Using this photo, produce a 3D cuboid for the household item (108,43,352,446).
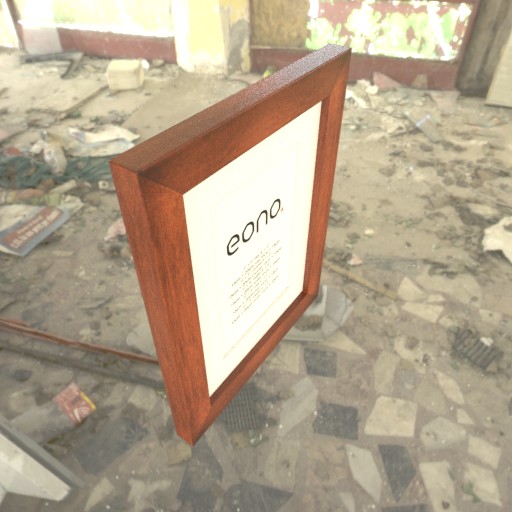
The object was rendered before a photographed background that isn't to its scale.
[{"bbox_3d":[0.000,0.000,0.333,0.020,0.250,0.200,25,48,26],"label":"household item"}]
